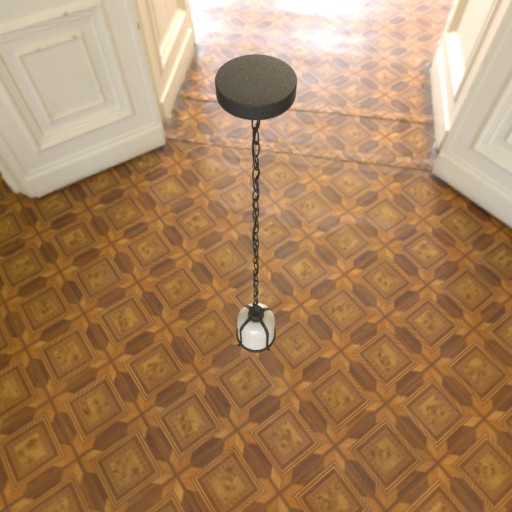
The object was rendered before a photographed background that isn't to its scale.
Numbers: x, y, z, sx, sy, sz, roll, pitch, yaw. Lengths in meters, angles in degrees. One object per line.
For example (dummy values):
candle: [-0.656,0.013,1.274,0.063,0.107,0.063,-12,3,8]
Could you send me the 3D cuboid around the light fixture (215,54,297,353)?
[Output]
light fixture: [0.000,0.000,1.283,0.178,1.181,0.178,-32,63,-18]
